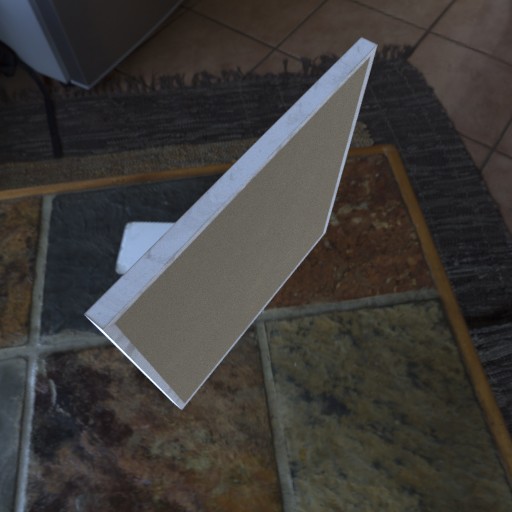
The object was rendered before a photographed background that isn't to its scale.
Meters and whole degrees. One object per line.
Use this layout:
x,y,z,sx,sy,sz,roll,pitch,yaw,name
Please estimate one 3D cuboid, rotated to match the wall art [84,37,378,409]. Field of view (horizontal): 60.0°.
0.000,0.000,1.107,0.038,0.757,0.760,34,68,16,wall art
